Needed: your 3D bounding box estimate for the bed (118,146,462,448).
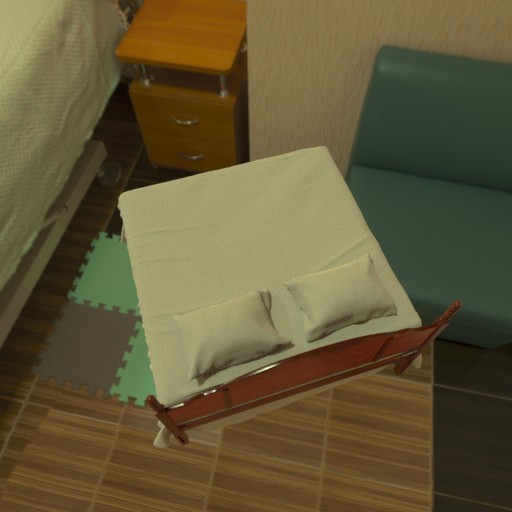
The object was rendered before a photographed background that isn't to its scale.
[{"bbox_3d":[0.000,0.000,3.607,2.322,1.355,2.219,-15,60,-9],"label":"bed"}]
